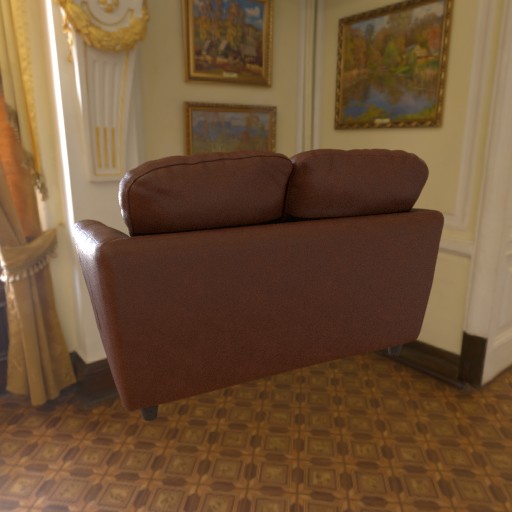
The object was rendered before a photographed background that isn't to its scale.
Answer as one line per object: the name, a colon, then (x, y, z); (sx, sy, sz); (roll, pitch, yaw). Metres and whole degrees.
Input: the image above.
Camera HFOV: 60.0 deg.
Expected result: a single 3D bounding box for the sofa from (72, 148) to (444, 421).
sofa: (0.000, 0.000, 1.908); (1.406, 0.906, 0.805); (-7, 16, -25)
